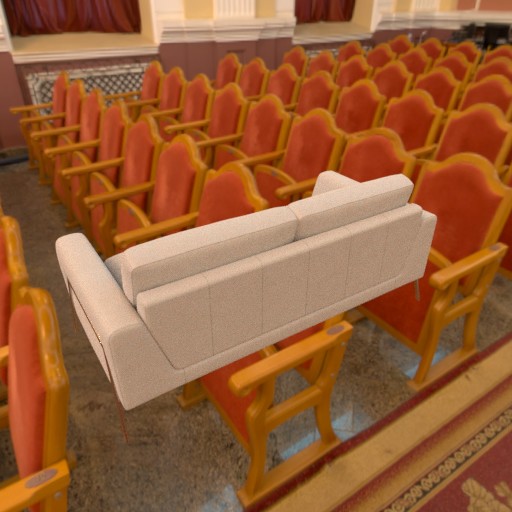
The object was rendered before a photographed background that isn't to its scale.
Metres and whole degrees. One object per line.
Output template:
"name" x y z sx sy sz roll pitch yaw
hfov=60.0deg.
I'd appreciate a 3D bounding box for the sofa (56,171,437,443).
"sofa" 0.000 0.000 2.610 2.017 0.875 0.953 -18 35 -28
